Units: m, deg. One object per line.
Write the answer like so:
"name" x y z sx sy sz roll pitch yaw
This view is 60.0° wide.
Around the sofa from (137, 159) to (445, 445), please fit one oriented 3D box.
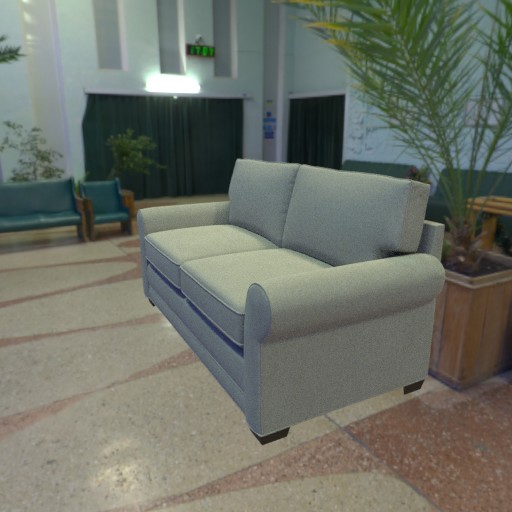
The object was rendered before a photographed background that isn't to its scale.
"sofa" 0.000 0.000 2.332 0.861 0.933 1.774 -8 18 -27
